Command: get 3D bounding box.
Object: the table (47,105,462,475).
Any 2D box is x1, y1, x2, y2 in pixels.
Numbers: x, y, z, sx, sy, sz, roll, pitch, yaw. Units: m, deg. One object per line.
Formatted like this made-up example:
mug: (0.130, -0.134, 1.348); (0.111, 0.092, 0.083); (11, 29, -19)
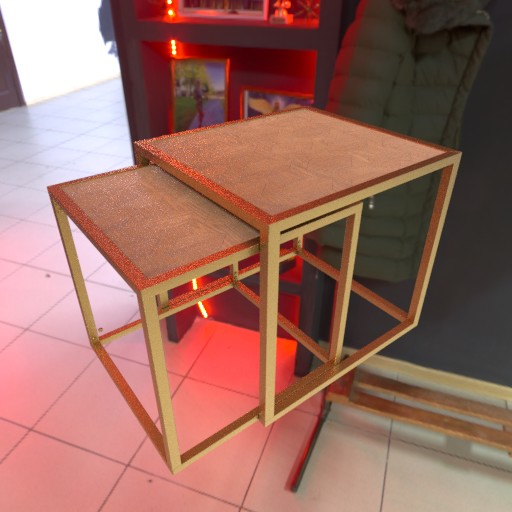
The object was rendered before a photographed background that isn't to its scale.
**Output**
table: (0.000, 0.000, 1.084); (0.762, 0.505, 0.505); (-23, 39, -31)
